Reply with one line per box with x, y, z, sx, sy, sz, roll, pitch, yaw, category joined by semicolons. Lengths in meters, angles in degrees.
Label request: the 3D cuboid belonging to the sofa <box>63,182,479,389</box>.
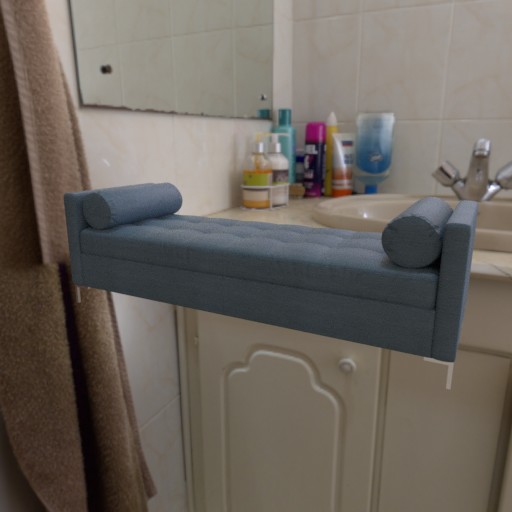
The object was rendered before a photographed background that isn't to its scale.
0.000;0.000;2.283;1.981;0.635;0.686;8;16;27;sofa
